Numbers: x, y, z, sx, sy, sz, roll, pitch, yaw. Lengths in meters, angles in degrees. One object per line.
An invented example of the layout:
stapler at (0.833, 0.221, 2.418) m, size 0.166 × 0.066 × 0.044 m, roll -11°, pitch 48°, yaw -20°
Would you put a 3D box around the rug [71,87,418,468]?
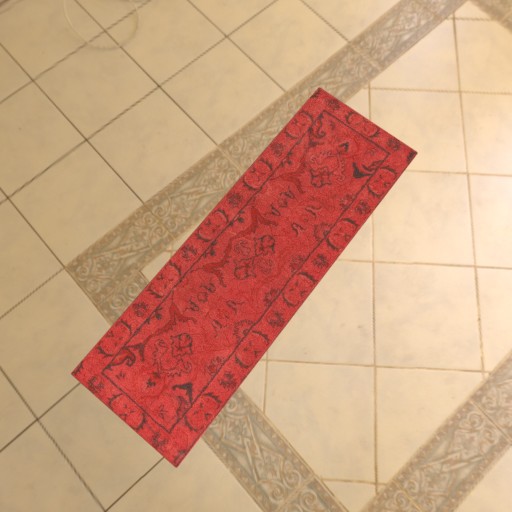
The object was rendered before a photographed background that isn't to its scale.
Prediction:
rug at (0.000, 0.000, 2.749) m, size 0.813 × 0.018 × 2.439 m, roll 37°, pitch 78°, yaw 9°
